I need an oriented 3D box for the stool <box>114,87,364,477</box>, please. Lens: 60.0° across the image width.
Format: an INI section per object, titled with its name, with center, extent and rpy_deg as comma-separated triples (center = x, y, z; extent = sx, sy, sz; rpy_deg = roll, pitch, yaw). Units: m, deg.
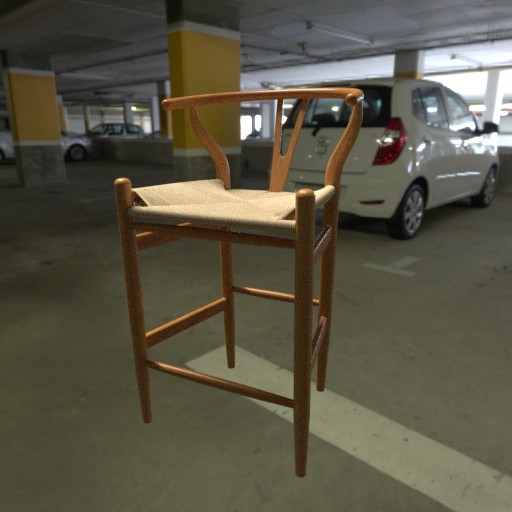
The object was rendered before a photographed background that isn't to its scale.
[stool]
center = 0.000, 0.000, 1.313
extent = 0.569, 0.970, 0.579
rpy_deg = 8, 18, 25
